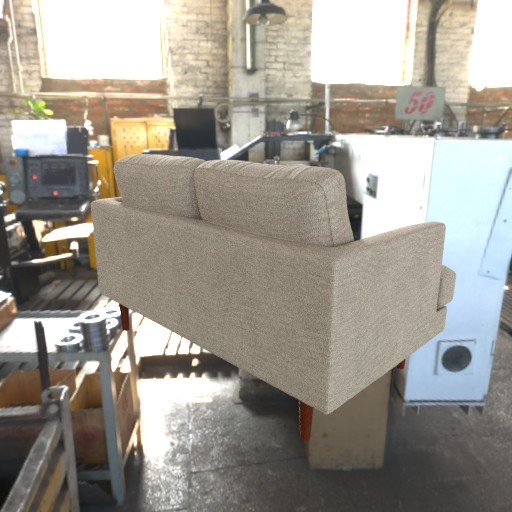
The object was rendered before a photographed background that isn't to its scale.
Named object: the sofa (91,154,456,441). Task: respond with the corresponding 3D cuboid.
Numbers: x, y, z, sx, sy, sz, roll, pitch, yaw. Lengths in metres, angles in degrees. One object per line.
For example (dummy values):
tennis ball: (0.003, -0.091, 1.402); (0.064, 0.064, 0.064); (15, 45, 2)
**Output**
sofa: (0.000, 0.000, 2.132); (0.903, 0.944, 1.582); (-15, 22, -43)
